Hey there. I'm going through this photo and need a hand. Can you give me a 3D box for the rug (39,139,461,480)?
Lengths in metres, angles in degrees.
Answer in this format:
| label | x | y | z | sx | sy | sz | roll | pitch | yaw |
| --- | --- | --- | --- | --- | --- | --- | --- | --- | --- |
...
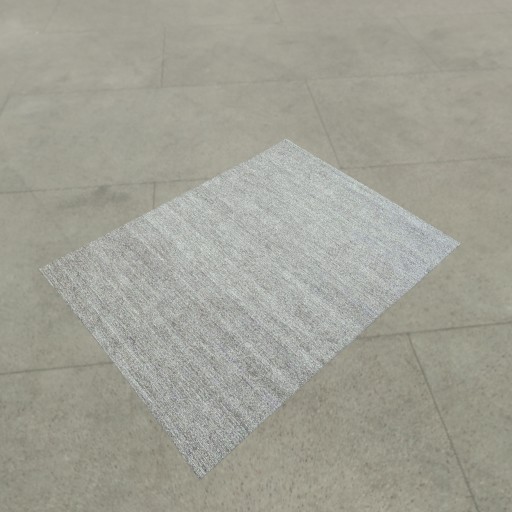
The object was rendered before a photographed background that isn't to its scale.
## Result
| label | x | y | z | sx | sy | sz | roll | pitch | yaw |
| --- | --- | --- | --- | --- | --- | --- | --- | --- | --- |
| rug | 0.000 | 0.000 | 4.189 | 3.202 | 0.045 | 2.434 | -34 | 56 | -27 |
